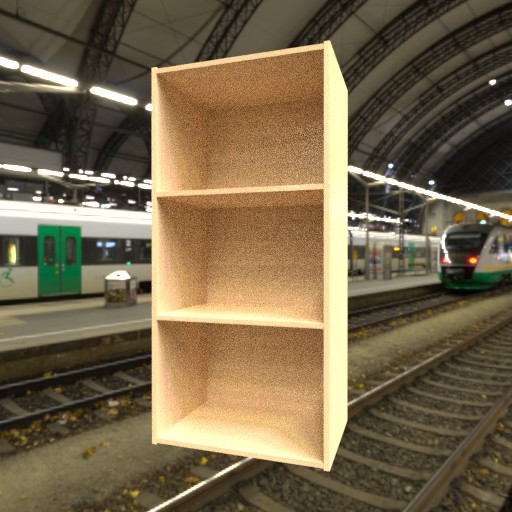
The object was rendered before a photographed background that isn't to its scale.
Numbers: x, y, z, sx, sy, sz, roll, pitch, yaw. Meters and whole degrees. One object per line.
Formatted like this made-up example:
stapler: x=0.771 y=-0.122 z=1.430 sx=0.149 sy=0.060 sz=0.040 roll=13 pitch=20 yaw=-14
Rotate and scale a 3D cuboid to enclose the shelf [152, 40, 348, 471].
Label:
shelf: x=0.000 y=0.000 z=1.106 sx=0.417 sy=0.876 sz=0.292 roll=0 pitch=0 yaw=19
